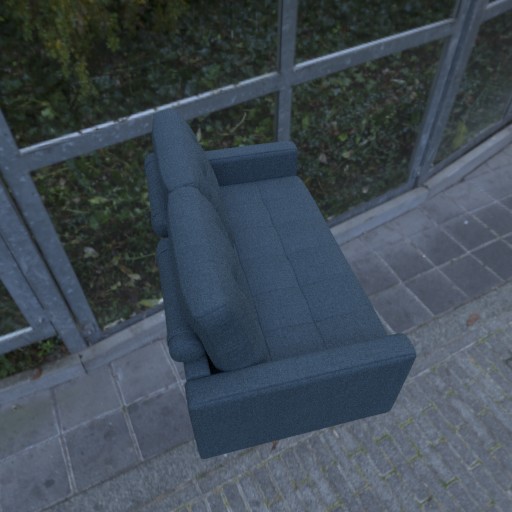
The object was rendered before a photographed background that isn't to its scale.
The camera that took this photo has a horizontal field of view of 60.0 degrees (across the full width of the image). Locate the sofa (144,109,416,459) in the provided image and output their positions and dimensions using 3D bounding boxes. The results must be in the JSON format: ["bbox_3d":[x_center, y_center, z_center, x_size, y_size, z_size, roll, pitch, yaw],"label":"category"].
[{"bbox_3d":[0.000,0.000,1.976,0.842,0.907,1.407,-10,46,-10],"label":"sofa"}]
